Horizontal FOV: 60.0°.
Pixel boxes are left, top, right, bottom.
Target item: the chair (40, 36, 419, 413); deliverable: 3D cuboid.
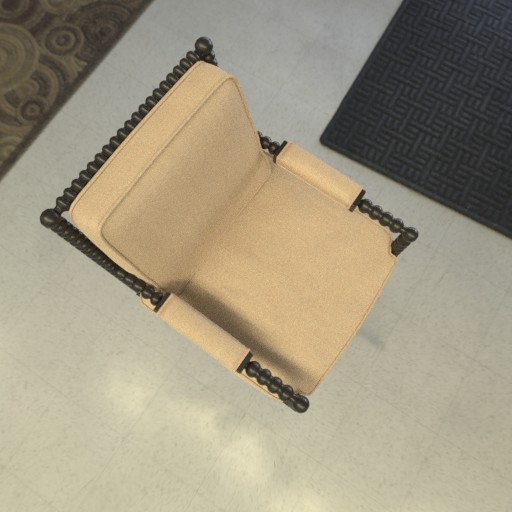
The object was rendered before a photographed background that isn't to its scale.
[{"bbox_3d":[0.000,0.000,1.169,0.657,0.703,0.555,34,77,9],"label":"chair"}]
